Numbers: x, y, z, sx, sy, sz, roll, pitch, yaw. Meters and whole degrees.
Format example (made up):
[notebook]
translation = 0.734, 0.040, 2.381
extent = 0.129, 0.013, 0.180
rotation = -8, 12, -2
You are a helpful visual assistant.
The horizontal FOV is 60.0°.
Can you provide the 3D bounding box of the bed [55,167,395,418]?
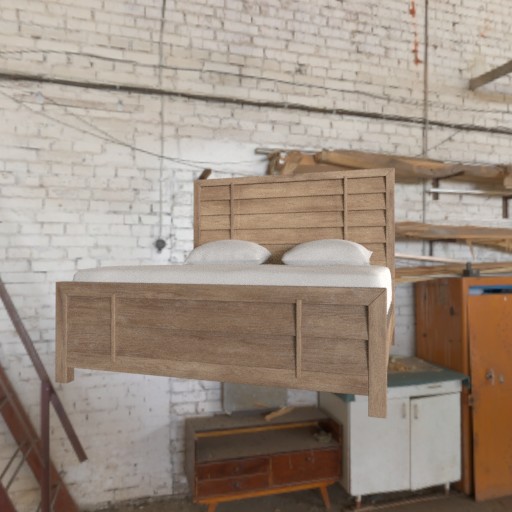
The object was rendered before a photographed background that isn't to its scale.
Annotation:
[bed]
translation = 0.000, 0.000, 3.469
extent = 2.032, 1.626, 2.032
rotation = 0, 0, 19
